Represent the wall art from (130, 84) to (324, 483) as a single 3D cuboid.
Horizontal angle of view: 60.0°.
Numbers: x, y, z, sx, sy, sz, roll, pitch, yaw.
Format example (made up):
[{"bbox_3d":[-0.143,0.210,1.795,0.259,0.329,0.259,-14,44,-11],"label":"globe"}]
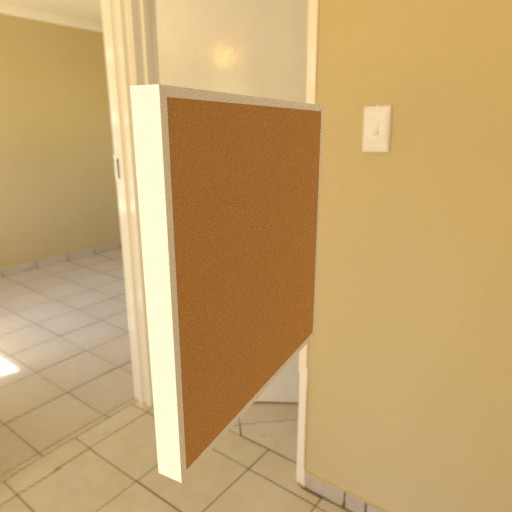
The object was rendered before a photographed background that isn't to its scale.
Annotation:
[{"bbox_3d":[0.000,0.000,0.453,0.024,0.304,0.304,8,18,27],"label":"wall art"}]
